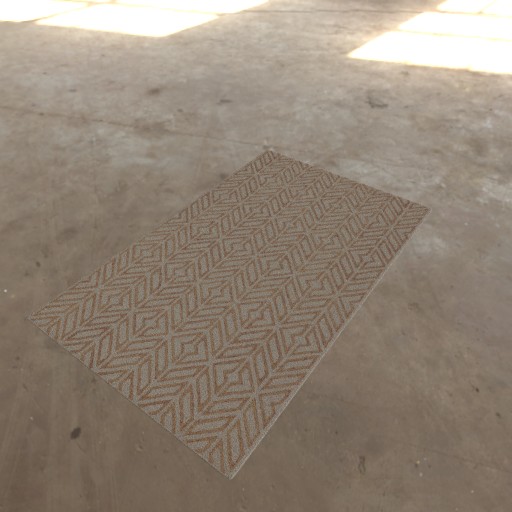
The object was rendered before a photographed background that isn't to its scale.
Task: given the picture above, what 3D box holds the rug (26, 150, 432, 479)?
[{"bbox_3d":[0.000,0.000,2.956,1.523,0.008,2.438,26,49,26],"label":"rug"}]
